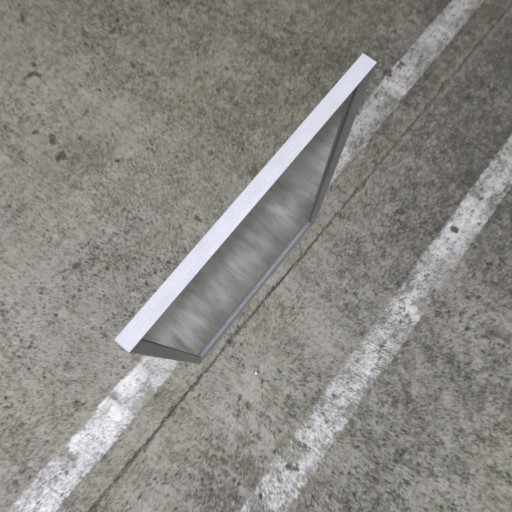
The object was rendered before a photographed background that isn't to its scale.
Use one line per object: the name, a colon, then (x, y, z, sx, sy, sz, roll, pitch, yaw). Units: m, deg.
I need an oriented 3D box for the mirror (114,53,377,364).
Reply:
mirror: (0.000, 0.000, 1.345, 0.041, 1.016, 0.762, 38, 78, 9)
